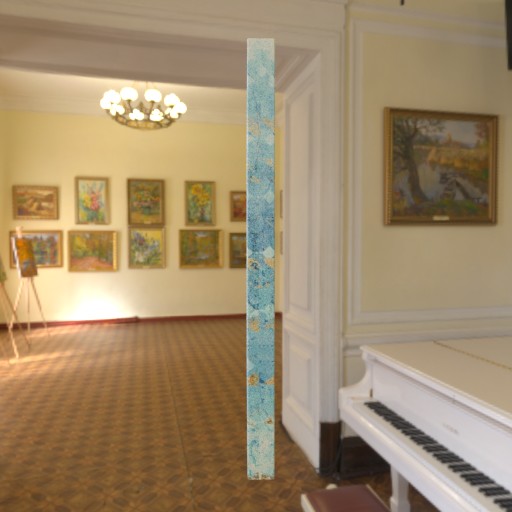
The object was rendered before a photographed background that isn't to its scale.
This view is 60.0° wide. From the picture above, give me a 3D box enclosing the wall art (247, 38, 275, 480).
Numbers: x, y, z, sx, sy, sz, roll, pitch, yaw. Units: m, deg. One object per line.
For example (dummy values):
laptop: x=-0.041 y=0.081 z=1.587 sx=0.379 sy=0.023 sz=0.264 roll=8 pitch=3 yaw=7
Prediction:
wall art: x=0.000 y=0.000 z=0.915 sx=0.040 sy=0.609 sz=0.609 roll=0 pitch=2 yaw=-1
